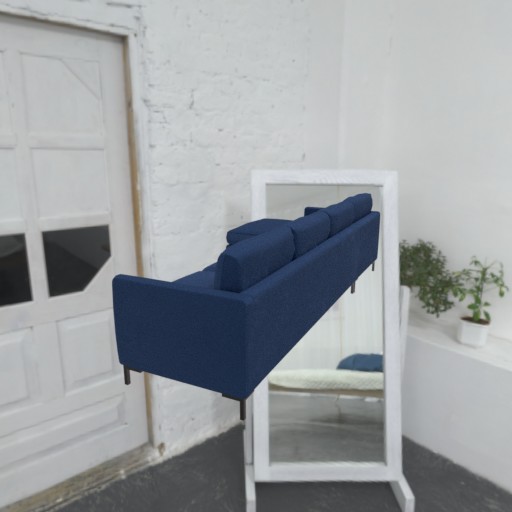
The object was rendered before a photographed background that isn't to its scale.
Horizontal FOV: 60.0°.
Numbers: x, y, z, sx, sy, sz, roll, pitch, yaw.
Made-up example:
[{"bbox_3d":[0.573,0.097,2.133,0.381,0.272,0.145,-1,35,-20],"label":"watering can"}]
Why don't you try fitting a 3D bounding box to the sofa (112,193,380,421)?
[{"bbox_3d":[0.000,0.000,2.932,1.128,0.679,2.450,7,16,26],"label":"sofa"}]
